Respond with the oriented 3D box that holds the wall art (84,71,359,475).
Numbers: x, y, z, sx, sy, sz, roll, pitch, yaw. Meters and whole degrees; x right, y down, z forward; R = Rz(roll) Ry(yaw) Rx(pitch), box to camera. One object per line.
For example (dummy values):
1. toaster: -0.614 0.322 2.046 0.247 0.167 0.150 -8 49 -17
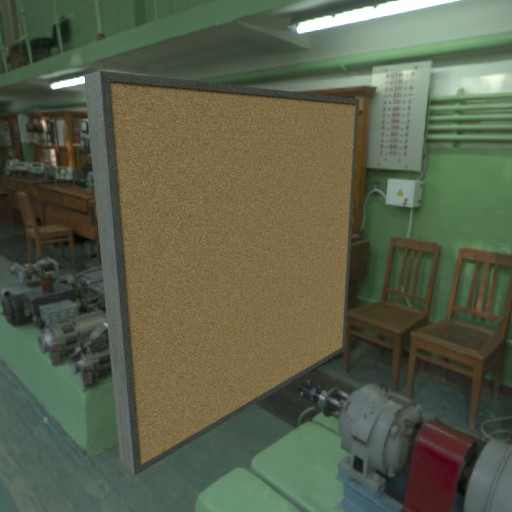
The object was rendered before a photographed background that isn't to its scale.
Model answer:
1. wall art: 0.000 0.000 0.718 0.037 0.507 0.507 14 21 42
